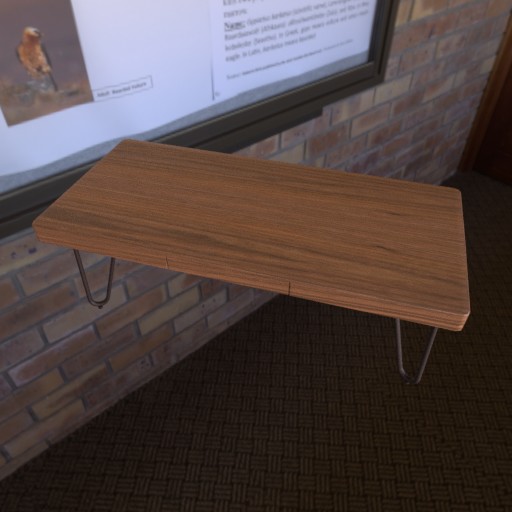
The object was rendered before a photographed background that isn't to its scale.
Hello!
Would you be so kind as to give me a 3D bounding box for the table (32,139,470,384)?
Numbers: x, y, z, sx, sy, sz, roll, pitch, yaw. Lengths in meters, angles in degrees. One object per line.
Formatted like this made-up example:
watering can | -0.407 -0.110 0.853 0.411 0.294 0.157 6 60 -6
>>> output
table | 0.000 0.000 1.696 1.375 0.468 0.637 11 43 12
